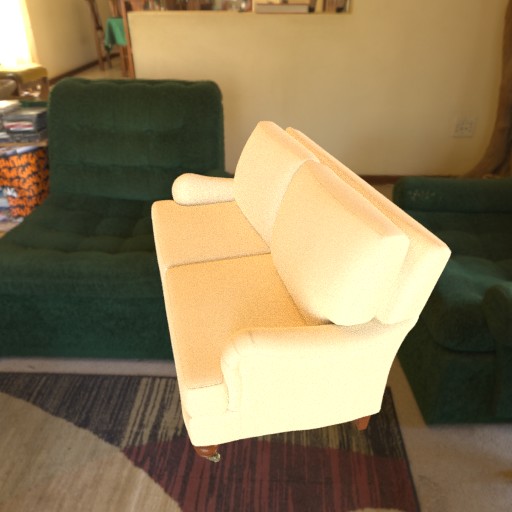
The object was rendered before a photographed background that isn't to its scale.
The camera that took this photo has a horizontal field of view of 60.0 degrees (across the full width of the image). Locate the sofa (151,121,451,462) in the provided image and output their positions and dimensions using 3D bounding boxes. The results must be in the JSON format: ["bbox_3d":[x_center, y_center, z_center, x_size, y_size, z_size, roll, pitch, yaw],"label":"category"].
[{"bbox_3d":[0.000,0.000,2.531,1.084,1.101,1.853,-8,32,-13],"label":"sofa"}]
